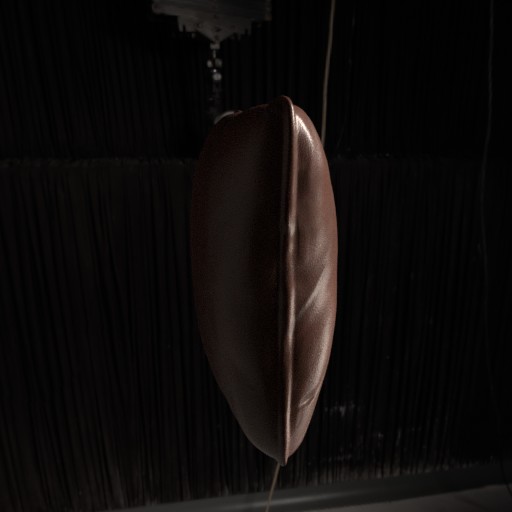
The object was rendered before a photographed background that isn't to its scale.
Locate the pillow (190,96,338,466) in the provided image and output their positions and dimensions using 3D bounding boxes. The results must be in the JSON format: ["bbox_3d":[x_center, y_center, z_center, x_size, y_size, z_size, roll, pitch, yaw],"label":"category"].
[{"bbox_3d":[0.000,0.000,0.813,0.236,0.523,0.532,-3,16,-10],"label":"pillow"}]
